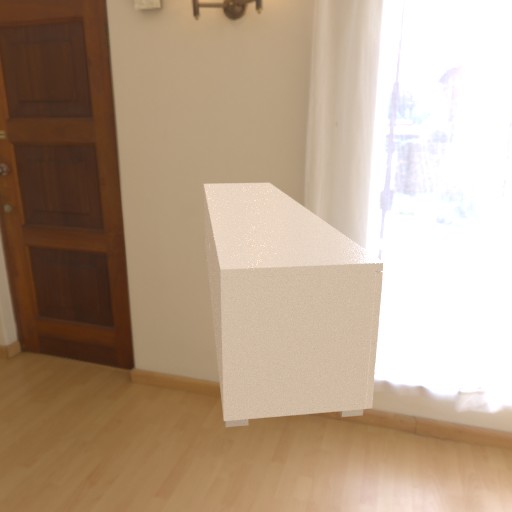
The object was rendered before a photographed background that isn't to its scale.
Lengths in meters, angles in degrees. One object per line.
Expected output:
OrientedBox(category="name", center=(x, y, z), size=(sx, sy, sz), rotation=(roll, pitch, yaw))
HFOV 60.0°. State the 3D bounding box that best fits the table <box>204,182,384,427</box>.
OrientedBox(category="table", center=(0.000, 0.000, 1.872), size=(0.390, 0.420, 1.650), rotation=(-2, 16, -7))
